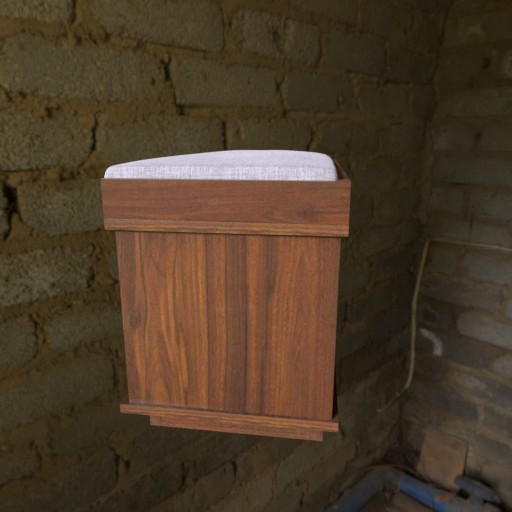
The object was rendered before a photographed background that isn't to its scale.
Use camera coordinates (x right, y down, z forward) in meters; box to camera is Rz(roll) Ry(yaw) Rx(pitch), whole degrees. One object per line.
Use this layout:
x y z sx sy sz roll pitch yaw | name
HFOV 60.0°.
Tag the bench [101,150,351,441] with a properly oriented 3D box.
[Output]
0.000 0.000 1.009 0.362 0.461 0.734 2 15 8 | bench
